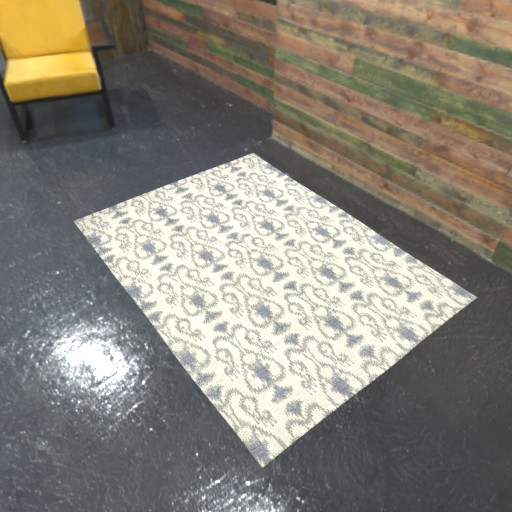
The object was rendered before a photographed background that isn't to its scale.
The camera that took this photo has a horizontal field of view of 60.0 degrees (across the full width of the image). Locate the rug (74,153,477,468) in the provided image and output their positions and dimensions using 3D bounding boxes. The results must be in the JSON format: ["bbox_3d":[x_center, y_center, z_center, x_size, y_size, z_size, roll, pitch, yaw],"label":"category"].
[{"bbox_3d":[0.000,0.000,2.990,1.676,0.013,2.261,-27,49,-27],"label":"rug"}]
